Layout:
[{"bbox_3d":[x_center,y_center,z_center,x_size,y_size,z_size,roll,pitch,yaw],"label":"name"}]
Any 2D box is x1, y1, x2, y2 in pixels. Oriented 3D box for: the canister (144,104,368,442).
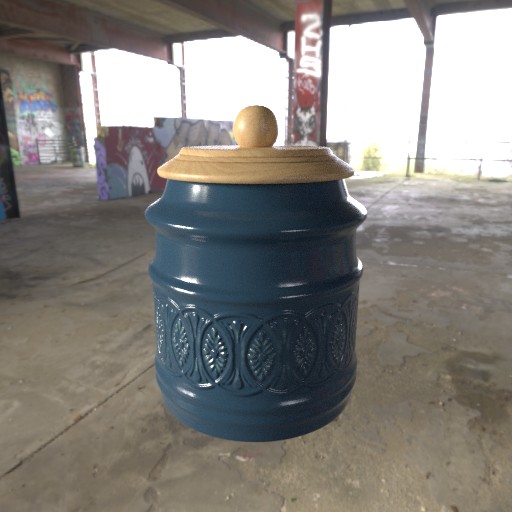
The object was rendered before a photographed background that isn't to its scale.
[{"bbox_3d":[0.000,0.000,0.273,0.130,0.176,0.130,0,15,0],"label":"canister"}]
